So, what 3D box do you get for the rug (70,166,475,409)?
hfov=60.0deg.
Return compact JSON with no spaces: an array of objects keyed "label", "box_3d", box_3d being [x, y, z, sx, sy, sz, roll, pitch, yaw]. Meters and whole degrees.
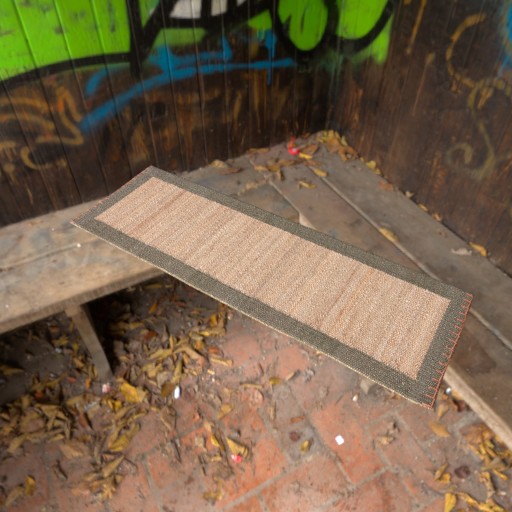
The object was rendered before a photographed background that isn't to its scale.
[{"label":"rug","box_3d":[0.000,0.000,2.708,2.413,0.016,0.810,25,50,23]}]
